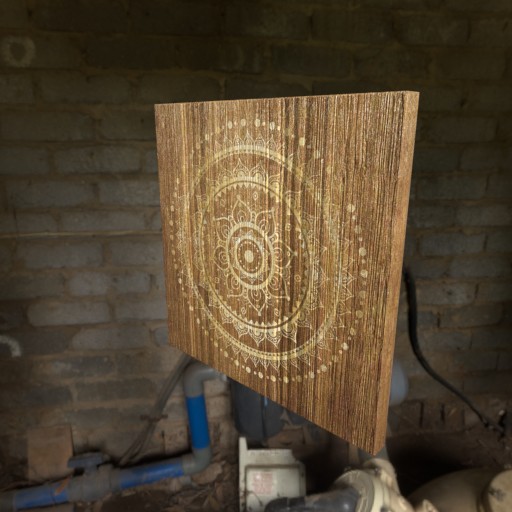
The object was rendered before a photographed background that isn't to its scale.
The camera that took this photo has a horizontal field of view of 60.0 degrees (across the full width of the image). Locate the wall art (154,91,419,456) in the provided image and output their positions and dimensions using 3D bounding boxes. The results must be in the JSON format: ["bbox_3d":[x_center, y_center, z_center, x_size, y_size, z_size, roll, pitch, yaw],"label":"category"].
[{"bbox_3d":[0.000,0.000,0.906,0.611,0.608,0.042,14,21,41],"label":"wall art"}]
